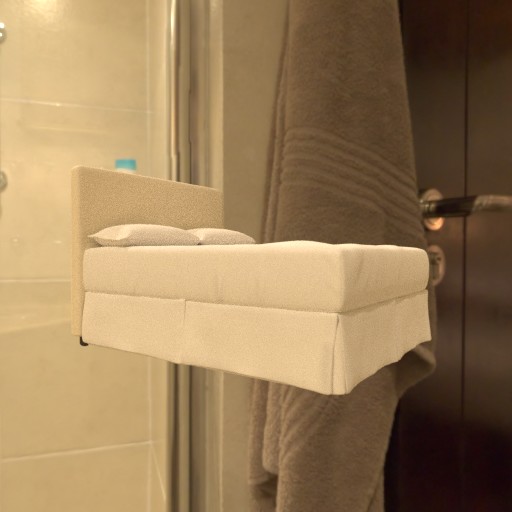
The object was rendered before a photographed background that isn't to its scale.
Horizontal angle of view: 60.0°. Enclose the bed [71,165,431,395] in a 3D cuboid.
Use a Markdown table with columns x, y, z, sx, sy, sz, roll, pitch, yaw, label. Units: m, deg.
| x | y | z | sx | sy | sz | roll | pitch | yaw | label |
| --- | --- | --- | --- | --- | --- | --- | --- | --- | --- |
| 0.000 | 0.000 | 3.307 | 2.147 | 1.330 | 1.714 | 1 | 1 | 35 | bed |
